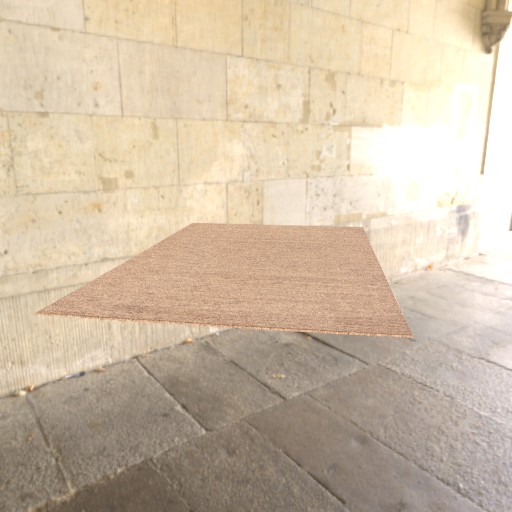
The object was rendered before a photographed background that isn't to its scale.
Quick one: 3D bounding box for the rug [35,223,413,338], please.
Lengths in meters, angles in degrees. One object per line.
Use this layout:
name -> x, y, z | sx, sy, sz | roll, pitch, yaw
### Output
rug -> 0.000, 0.000, 2.286 | 1.225, 0.013, 1.840 | 2, 14, 8
